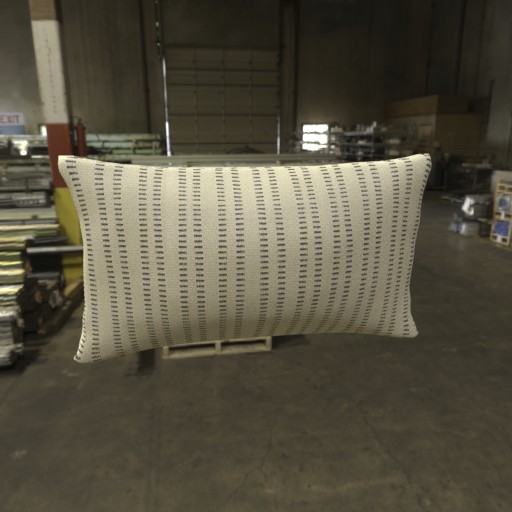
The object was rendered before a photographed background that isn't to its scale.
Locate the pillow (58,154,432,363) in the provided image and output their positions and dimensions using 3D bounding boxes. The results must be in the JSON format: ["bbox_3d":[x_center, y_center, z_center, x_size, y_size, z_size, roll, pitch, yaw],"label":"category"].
[{"bbox_3d":[0.000,0.000,0.789,0.640,0.353,0.210,-3,15,-10],"label":"pillow"}]
